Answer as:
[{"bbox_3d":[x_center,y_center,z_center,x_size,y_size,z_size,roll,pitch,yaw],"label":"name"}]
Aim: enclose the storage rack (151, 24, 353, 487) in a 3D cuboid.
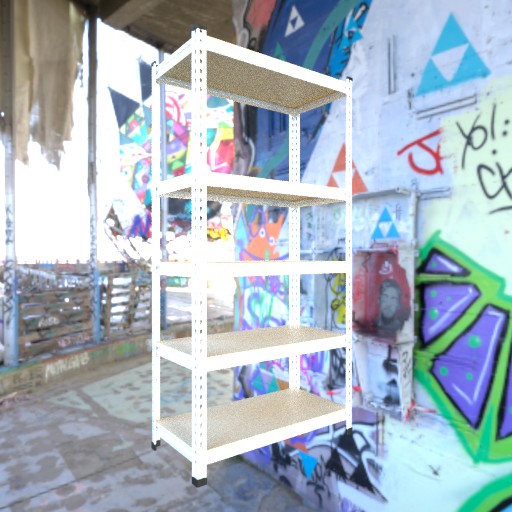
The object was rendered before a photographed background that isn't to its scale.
[{"bbox_3d":[0.000,0.000,2.199,0.914,1.829,0.457,0,0,-36],"label":"storage rack"}]
